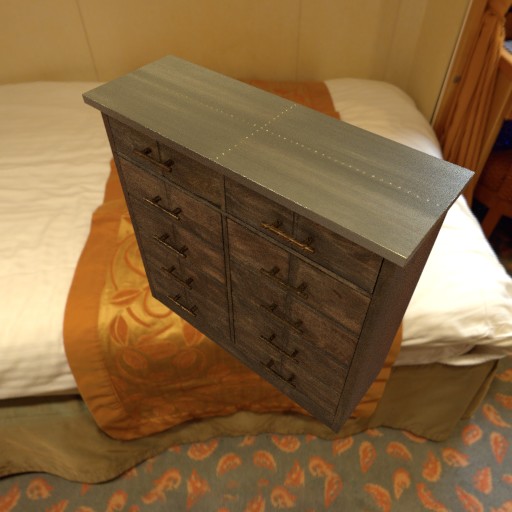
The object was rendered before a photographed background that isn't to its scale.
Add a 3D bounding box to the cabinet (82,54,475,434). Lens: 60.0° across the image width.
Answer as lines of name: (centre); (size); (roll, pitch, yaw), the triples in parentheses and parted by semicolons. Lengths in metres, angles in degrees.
cabinet: (0.000, 0.000, 1.429); (0.968, 0.919, 0.338); (31, 54, 25)
